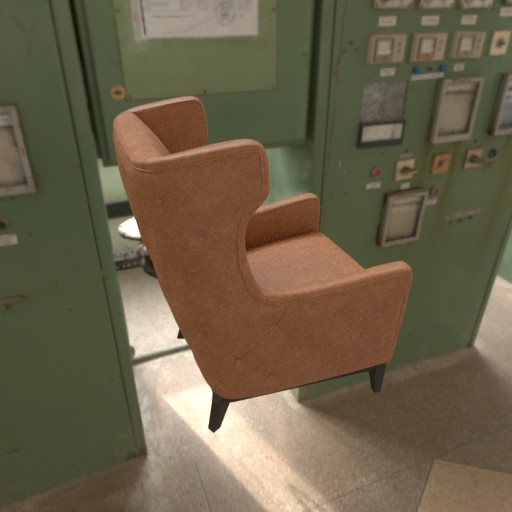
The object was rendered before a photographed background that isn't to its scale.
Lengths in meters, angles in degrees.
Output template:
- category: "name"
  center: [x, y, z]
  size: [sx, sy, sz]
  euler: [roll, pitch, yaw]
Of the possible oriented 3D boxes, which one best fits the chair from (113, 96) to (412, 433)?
- category: "chair"
  center: [0.000, 0.000, 1.695]
  size: [0.899, 1.079, 0.766]
  euler: [-11, 32, -18]
